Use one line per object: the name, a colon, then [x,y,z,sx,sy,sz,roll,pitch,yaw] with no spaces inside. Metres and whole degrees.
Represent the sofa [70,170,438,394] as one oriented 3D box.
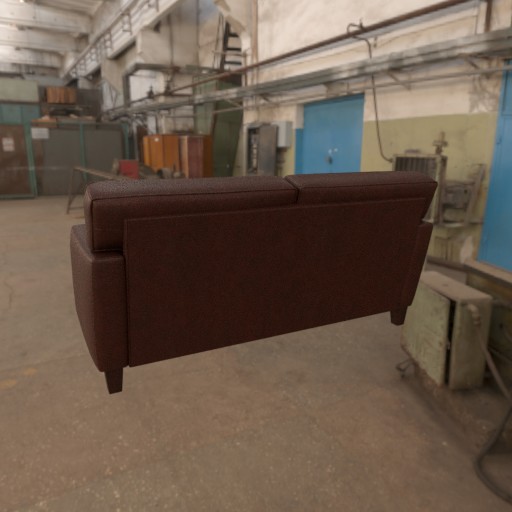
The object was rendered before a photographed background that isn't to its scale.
sofa: [0.000,0.000,2.470,1.876,0.928,0.912,-7,16,-26]
